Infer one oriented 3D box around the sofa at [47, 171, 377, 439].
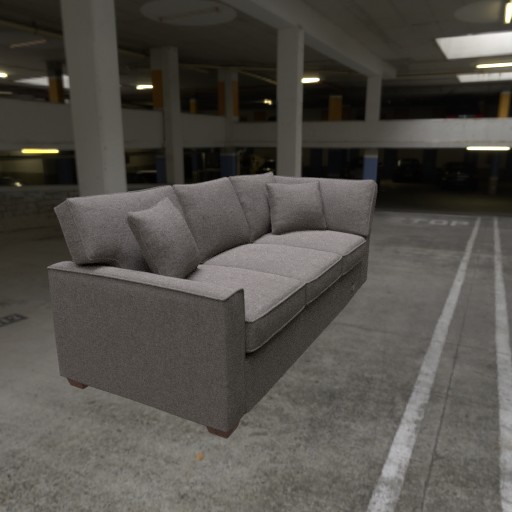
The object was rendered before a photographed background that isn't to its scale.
[{"bbox_3d":[0.000,0.000,2.884,1.061,0.962,2.317,7,16,27],"label":"sofa"}]
